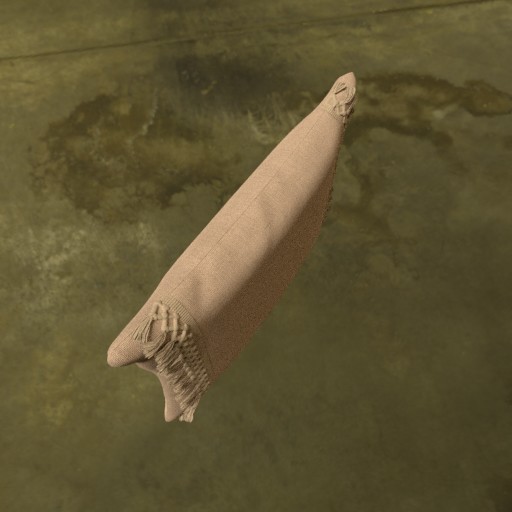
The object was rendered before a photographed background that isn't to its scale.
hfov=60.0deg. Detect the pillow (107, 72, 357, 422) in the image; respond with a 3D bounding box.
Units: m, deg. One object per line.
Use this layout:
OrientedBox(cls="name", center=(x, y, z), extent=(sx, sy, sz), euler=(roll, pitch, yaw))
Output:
OrientedBox(cls="pillow", center=(0.000, 0.000, 0.610), extent=(0.084, 0.305, 0.466), euler=(30, 64, 16))
